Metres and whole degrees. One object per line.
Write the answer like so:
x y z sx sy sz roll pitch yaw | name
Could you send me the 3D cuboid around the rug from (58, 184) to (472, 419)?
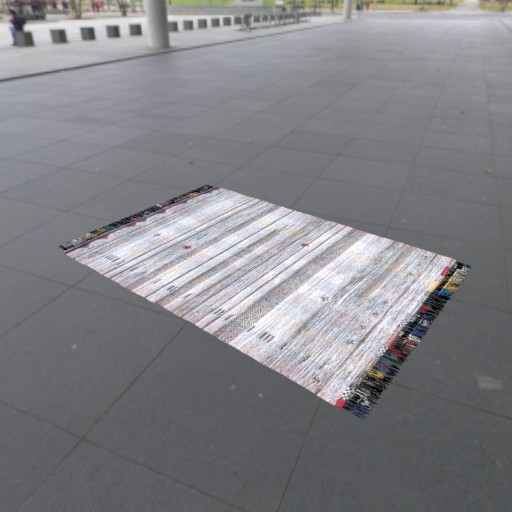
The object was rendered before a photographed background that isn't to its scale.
0.000 0.000 2.305 1.848 0.012 1.217 22 36 32 | rug
